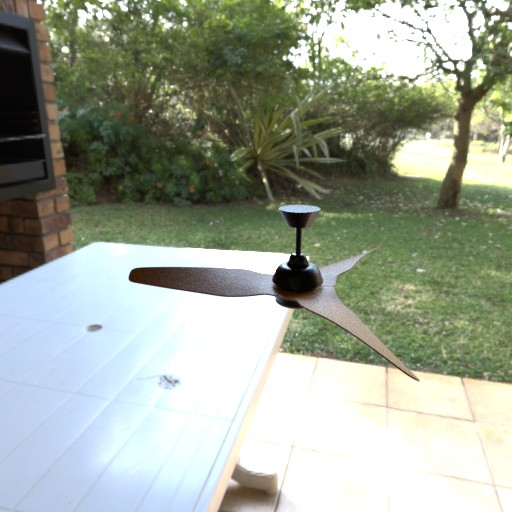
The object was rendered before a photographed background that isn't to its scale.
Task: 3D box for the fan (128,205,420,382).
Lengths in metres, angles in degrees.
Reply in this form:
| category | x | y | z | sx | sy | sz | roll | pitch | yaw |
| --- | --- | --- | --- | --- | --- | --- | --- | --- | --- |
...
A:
| category | x | y | z | sx | sy | sz | roll | pitch | yaw |
| --- | --- | --- | --- | --- | --- | --- | --- | --- | --- |
| fan | 0.000 | 0.000 | 1.604 | 1.010 | 0.355 | 1.142 | 3 | 17 | 9 |
